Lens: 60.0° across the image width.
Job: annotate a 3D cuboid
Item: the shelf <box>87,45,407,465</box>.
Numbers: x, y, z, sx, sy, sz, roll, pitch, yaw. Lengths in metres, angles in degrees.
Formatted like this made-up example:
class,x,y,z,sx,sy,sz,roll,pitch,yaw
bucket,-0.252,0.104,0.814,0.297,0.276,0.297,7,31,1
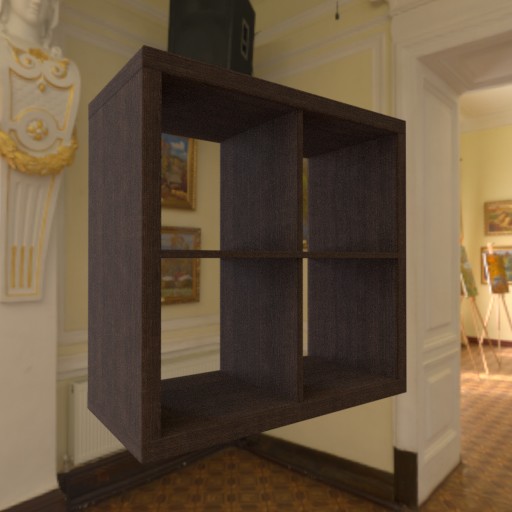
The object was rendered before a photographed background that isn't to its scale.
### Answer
class,x,y,z,sx,sy,sz,roll,pitch,yaw
shelf,0.000,0.000,1.215,0.790,0.786,0.390,0,-1,-35
